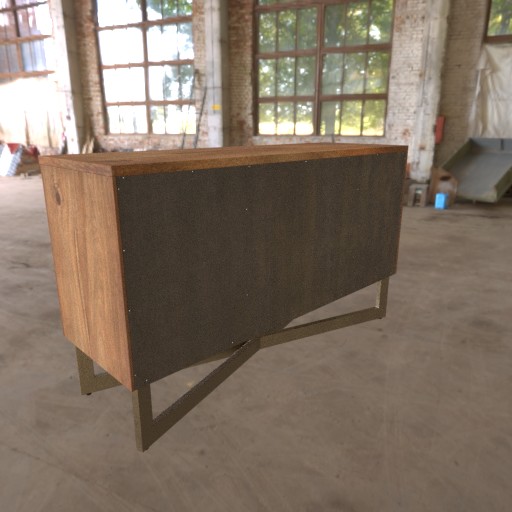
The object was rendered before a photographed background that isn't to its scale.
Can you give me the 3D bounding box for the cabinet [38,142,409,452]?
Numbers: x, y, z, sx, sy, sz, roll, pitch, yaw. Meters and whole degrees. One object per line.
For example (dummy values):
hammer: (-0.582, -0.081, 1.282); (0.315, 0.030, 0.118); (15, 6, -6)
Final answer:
cabinet: (0.000, 0.000, 1.734); (1.373, 0.812, 0.480); (-16, 23, -42)
